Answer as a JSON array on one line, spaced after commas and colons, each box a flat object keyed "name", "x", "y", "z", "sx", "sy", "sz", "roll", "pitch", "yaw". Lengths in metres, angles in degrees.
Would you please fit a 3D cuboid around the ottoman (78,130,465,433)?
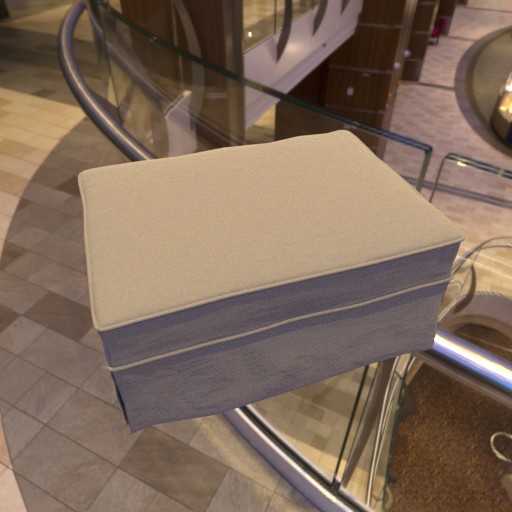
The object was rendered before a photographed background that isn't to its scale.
[{"name": "ottoman", "x": 0.000, "y": 0.000, "z": 1.332, "sx": 0.944, "sy": 0.479, "sz": 0.703, "roll": -13, "pitch": 43, "yaw": -14}]
